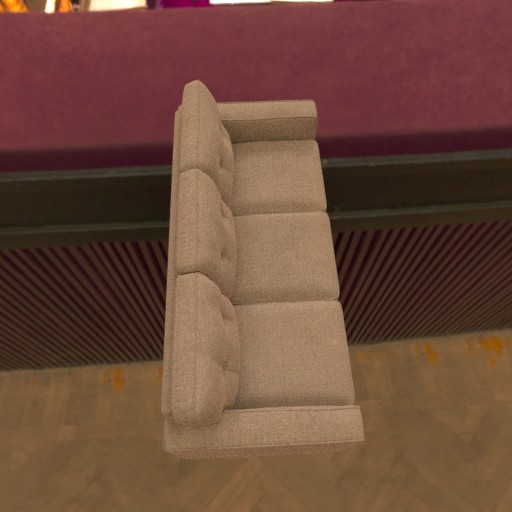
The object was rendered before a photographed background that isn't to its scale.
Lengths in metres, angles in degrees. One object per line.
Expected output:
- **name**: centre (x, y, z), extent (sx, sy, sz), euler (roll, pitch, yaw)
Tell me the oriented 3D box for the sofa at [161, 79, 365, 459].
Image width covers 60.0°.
- **sofa**: centre (0.000, 0.000, 2.618), extent (0.939, 0.965, 2.133), euler (-2, 63, -1)
